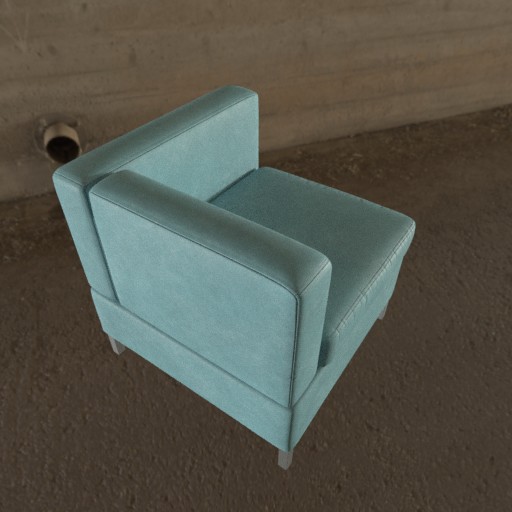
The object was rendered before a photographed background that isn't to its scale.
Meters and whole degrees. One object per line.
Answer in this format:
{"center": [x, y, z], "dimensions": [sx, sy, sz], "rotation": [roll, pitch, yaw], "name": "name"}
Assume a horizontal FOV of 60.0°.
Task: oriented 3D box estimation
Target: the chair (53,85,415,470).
{"center": [0.000, 0.000, 1.236], "dimensions": [0.680, 0.660, 0.680], "rotation": [25, 47, 25], "name": "chair"}
